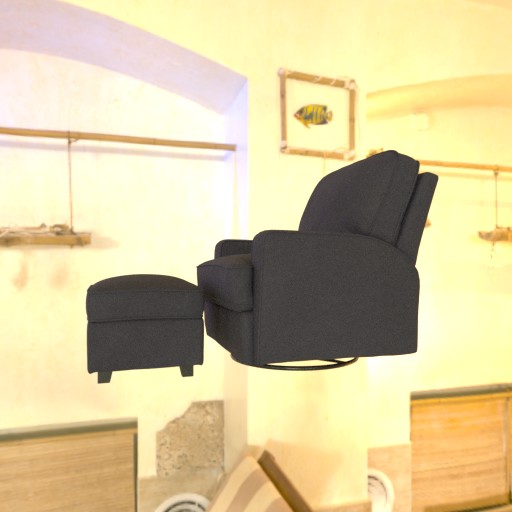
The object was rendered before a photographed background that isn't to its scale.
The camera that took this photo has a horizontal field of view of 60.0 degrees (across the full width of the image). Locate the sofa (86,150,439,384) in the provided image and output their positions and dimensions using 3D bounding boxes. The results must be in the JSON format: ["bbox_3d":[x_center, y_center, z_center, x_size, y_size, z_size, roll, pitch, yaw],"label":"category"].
[{"bbox_3d":[0.000,0.000,2.081,1.472,0.959,0.861,0,-1,-18],"label":"sofa"}]
